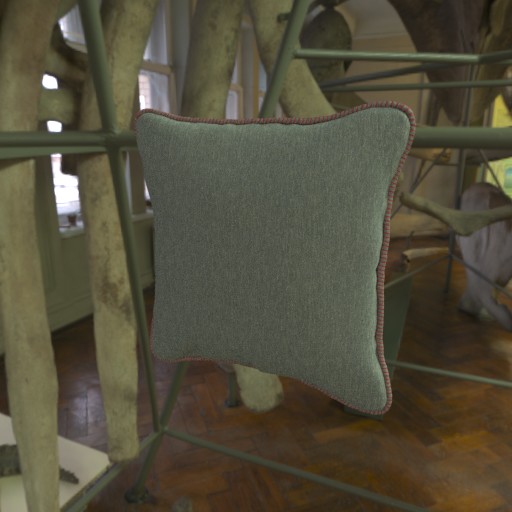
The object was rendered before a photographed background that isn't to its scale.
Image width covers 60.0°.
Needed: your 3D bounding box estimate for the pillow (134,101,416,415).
[{"bbox_3d":[0.000,0.000,0.757,0.482,0.491,0.124,7,16,24],"label":"pillow"}]
